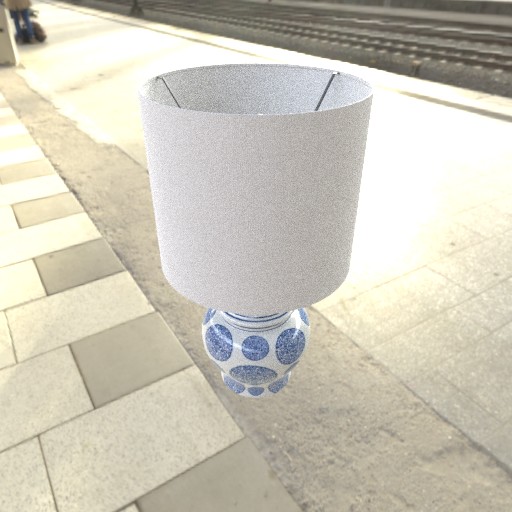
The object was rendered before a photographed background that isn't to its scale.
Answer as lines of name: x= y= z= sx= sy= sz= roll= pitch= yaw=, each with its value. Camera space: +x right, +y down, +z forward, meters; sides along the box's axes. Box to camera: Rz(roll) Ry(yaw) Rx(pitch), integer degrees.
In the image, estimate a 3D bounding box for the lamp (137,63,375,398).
lamp: x=0.000 y=0.000 z=0.514 sx=0.215 sy=0.381 sz=0.215 roll=-21 pitch=38 yaw=-29
